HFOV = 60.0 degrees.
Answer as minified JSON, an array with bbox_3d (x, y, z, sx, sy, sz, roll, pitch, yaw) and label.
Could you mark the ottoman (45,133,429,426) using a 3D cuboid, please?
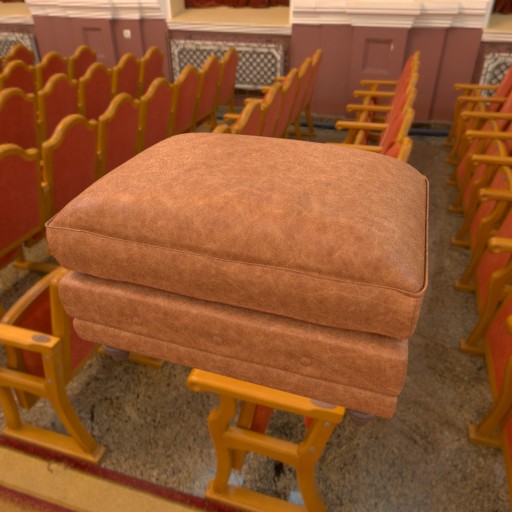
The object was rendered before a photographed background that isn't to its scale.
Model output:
[{"bbox_3d":[0.000,0.000,1.038,0.710,0.480,0.533,10,34,15],"label":"ottoman"}]
